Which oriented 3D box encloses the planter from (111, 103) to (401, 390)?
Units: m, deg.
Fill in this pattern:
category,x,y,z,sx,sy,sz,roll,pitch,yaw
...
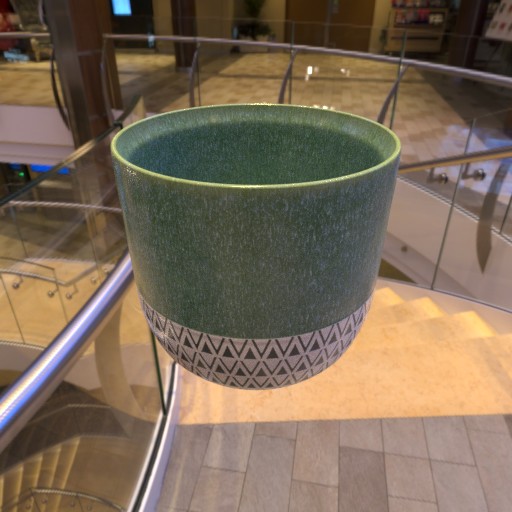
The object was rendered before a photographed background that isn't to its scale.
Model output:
category,x,y,z,sx,sy,sz,roll,pitch,yaw
planter,0.000,0.000,0.488,0.266,0.270,0.266,0,31,0
